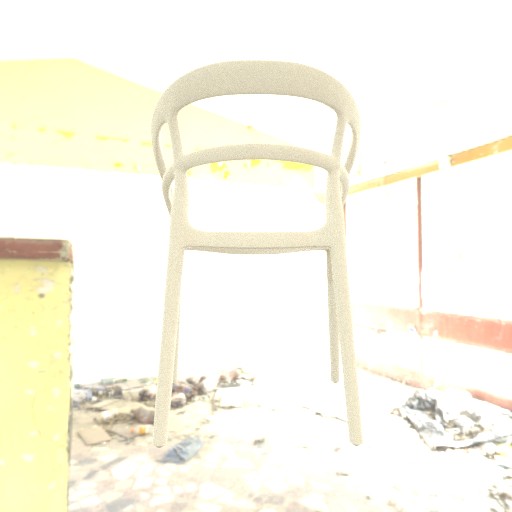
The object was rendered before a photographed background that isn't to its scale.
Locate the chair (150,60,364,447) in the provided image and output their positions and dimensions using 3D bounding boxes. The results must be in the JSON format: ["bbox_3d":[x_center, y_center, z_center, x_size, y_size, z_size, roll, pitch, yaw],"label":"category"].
[{"bbox_3d":[0.000,0.000,1.125,0.559,0.761,0.527,0,-2,-1],"label":"chair"}]
